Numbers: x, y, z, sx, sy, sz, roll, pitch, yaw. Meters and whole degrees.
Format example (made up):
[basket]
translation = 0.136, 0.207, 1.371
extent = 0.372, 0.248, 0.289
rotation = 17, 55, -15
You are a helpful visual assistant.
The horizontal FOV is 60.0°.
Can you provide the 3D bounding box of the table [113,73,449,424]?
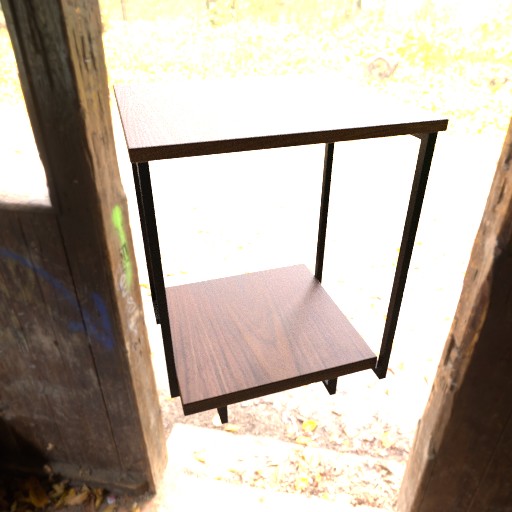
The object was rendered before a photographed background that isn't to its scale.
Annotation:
[table]
translation = 0.000, 0.000, 0.831
extent = 0.411, 0.567, 0.384
rotation = -9, 33, -15
